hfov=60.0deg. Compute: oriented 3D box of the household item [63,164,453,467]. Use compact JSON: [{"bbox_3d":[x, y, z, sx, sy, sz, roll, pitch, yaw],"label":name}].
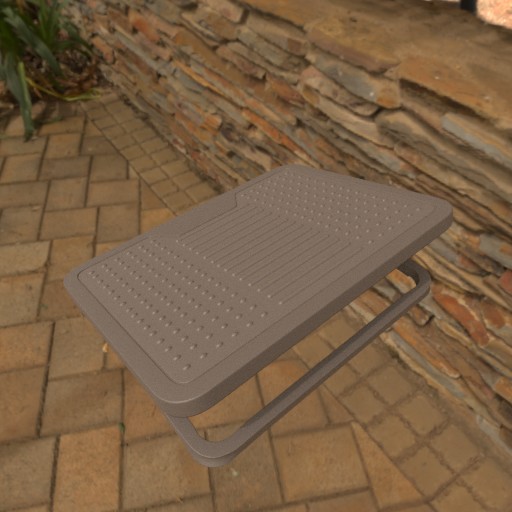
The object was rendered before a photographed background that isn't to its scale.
[{"bbox_3d":[0.000,0.000,0.534,0.390,0.126,0.301,-31,53,-27],"label":"household item"}]
